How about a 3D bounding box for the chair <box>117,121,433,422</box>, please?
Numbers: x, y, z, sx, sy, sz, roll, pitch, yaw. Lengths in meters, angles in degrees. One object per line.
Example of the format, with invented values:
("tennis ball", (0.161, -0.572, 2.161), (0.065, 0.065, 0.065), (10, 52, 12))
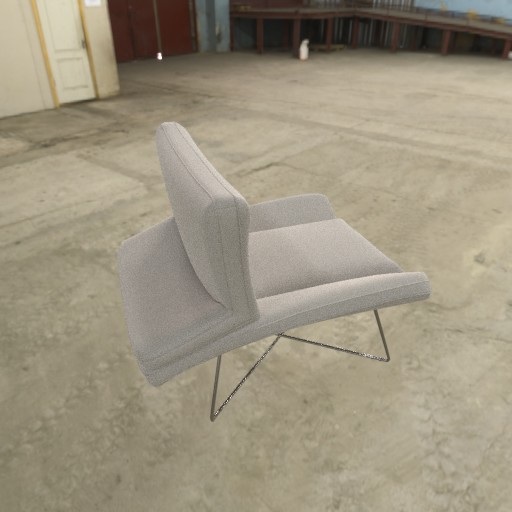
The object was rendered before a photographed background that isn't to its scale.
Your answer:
("chair", (0.000, 0.000, 1.680), (1.008, 0.855, 0.859), (-10, 32, -17))
